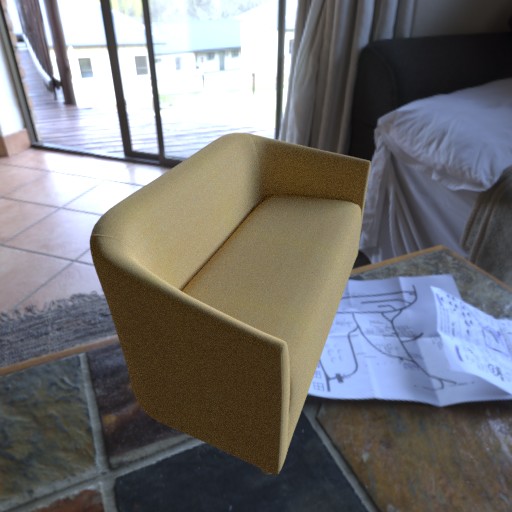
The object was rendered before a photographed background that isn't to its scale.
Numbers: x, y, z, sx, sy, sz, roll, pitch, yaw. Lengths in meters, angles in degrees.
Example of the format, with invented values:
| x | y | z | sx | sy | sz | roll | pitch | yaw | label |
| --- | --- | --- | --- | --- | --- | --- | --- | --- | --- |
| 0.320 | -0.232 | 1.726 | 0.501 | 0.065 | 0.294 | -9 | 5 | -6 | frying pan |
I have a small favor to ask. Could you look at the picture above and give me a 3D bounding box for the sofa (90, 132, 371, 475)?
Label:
| x | y | z | sx | sy | sz | roll | pitch | yaw | label |
| --- | --- | --- | --- | --- | --- | --- | --- | --- | --- |
| 0.000 | 0.000 | 1.859 | 0.705 | 0.721 | 1.452 | 11 | 33 | 18 | sofa |
